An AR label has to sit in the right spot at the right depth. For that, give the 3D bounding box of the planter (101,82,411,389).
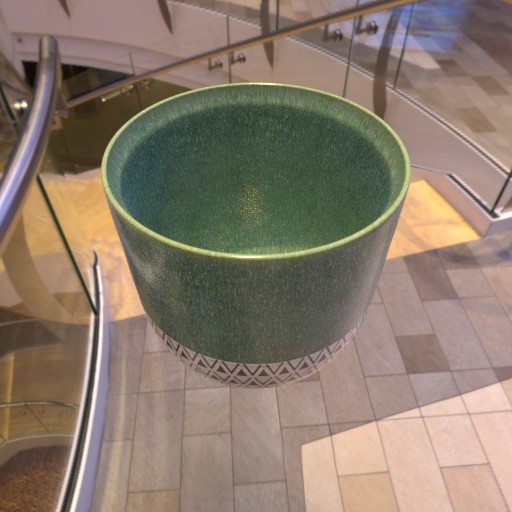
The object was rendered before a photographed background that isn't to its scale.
[{"bbox_3d":[0.000,0.000,0.486,0.266,0.270,0.266,0,46,0],"label":"planter"}]
